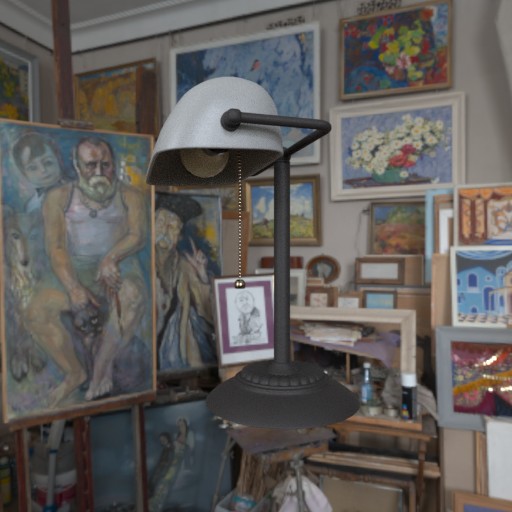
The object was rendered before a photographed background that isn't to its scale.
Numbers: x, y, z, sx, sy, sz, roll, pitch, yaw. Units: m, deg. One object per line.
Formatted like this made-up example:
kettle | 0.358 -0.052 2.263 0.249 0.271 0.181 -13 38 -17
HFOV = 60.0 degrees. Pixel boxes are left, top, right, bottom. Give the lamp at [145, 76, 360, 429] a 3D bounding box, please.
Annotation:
lamp | 0.000 0.000 0.513 0.243 0.339 0.264 0 0 -17
